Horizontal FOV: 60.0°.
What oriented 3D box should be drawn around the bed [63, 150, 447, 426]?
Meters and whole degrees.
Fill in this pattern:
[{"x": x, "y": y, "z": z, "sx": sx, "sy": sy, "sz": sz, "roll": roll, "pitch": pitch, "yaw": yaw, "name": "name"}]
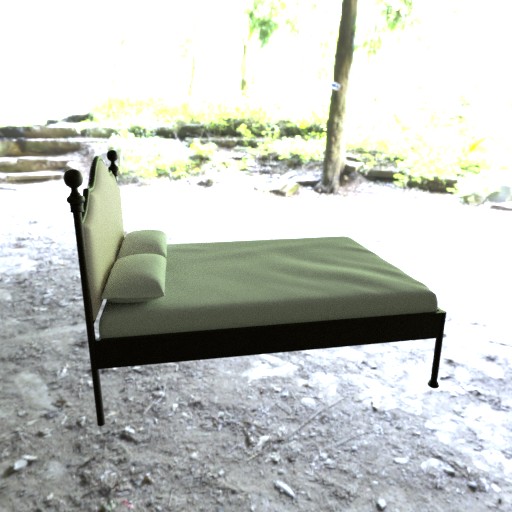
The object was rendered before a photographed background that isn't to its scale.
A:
[{"x": 0.000, "y": 0.000, "z": 3.322, "sx": 2.224, "sy": 1.499, "sz": 1.642, "roll": -3, "pitch": 17, "yaw": -10, "name": "bed"}]
